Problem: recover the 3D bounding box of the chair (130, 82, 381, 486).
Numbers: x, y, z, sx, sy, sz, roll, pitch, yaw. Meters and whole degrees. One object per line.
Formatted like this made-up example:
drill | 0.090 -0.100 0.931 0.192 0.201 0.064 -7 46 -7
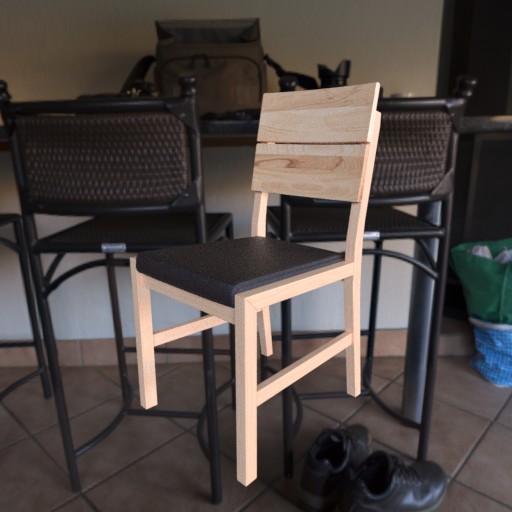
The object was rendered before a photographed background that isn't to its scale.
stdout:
chair | 0.000 0.000 1.284 0.560 0.950 0.475 -14 20 -43
